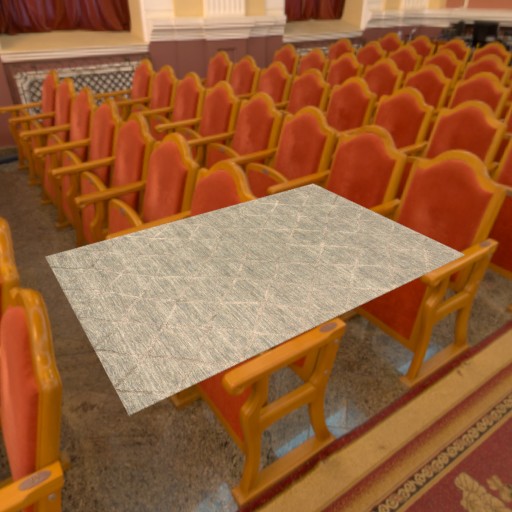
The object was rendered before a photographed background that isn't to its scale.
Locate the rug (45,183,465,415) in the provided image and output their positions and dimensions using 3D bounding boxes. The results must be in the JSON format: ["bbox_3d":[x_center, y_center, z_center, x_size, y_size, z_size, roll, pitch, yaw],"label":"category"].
[{"bbox_3d":[0.000,0.000,2.897,2.283,0.006,1.521,-19,36,-29],"label":"rug"}]
